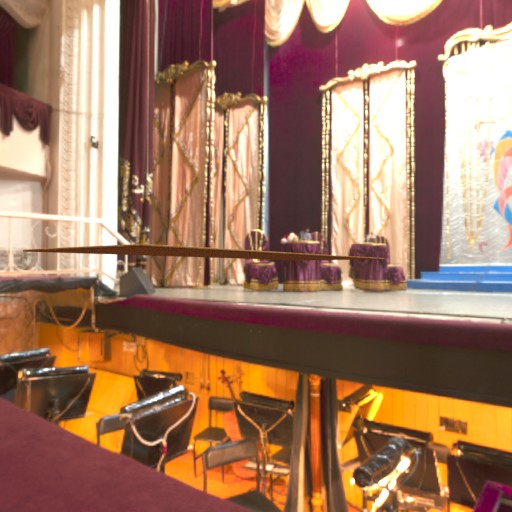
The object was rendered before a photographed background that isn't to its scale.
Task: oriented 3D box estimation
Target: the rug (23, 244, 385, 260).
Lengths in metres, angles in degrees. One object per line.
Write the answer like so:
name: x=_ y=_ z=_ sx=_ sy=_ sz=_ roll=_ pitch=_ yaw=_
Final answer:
rug: x=0.000 y=0.000 z=2.686 sx=0.775 sy=0.010 sz=2.438 roll=-1 pitch=-2 yaw=35
